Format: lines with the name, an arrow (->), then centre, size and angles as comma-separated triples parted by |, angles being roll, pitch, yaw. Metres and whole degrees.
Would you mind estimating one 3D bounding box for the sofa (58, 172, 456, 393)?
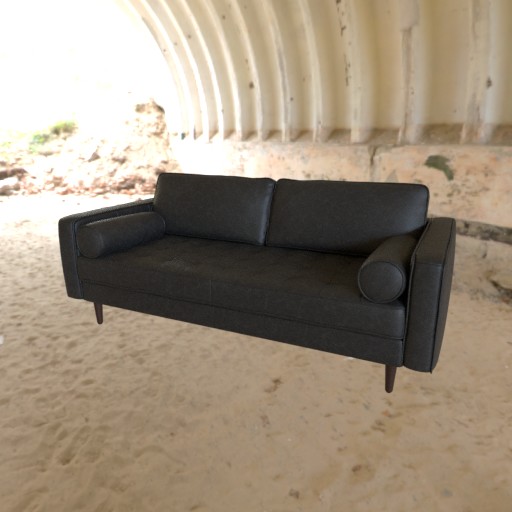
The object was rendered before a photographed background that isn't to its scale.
sofa -> 0.000, 0.000, 2.312 | 1.879, 0.770, 0.921 | 7, 17, 25
